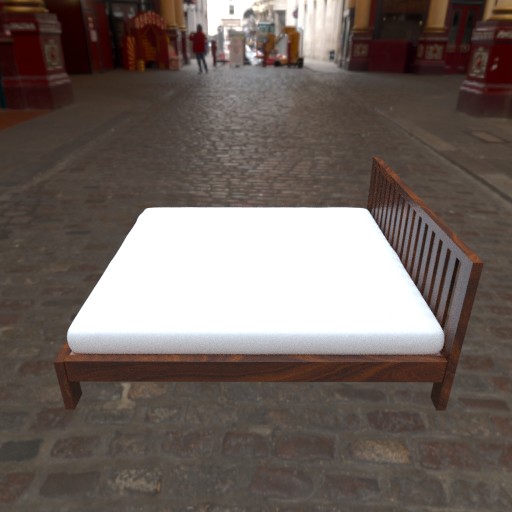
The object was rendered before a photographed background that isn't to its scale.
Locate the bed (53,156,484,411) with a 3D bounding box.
[{"bbox_3d":[0.000,0.000,3.021,2.030,0.890,1.905,0,27,0],"label":"bed"}]
